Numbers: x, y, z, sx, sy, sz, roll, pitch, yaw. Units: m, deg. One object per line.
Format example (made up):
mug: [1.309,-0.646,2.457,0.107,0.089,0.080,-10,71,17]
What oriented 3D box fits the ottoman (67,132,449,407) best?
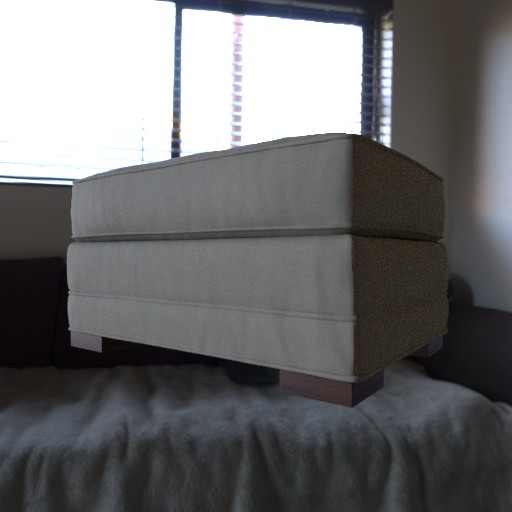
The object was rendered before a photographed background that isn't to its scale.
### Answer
ottoman: [0.000,0.000,1.170,0.848,0.482,0.611,0,0,36]
